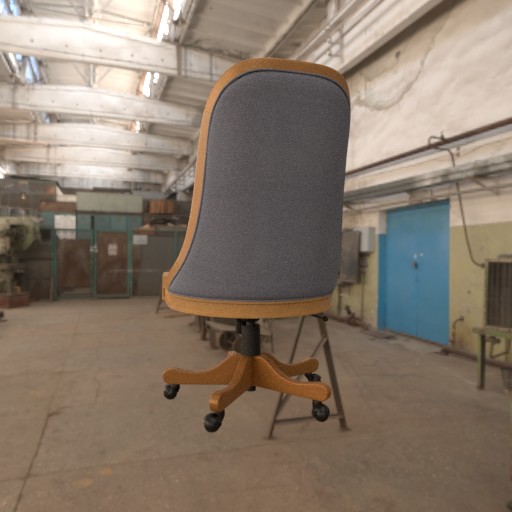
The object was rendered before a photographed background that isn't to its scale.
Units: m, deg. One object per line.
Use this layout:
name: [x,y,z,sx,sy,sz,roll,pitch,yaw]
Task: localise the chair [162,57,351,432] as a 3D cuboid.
chair: [0.000,0.000,1.510,0.605,1.031,0.735,0,1,-16]
